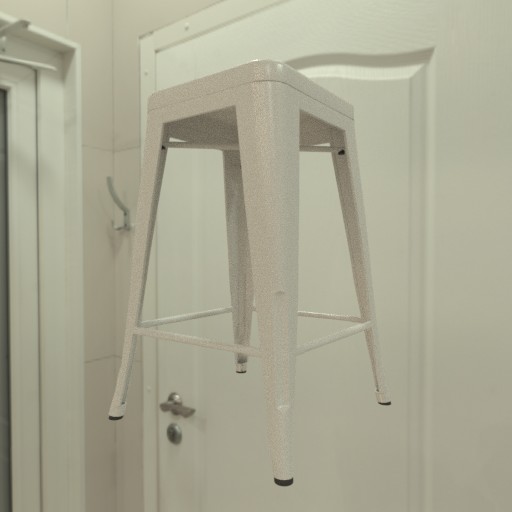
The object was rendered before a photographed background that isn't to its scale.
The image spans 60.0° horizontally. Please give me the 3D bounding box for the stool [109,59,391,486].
[{"bbox_3d":[0.000,0.000,0.870,0.406,0.610,0.406,1,2,37],"label":"stool"}]
